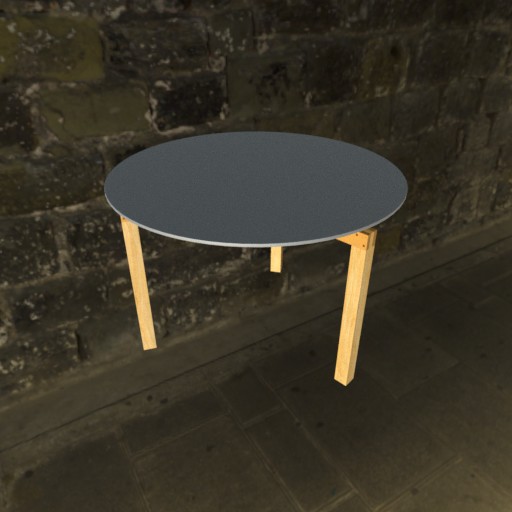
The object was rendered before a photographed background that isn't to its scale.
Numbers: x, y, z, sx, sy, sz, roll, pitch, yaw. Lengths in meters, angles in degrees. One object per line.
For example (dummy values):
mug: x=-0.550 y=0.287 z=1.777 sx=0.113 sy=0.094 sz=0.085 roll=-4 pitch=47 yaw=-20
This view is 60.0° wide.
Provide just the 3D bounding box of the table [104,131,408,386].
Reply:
table: x=0.000 y=0.000 z=1.018 sx=0.600 sy=0.405 sz=0.600 roll=0 pitch=31 yaw=0
